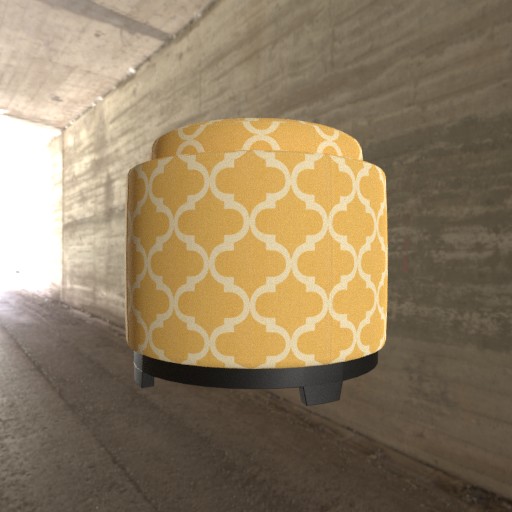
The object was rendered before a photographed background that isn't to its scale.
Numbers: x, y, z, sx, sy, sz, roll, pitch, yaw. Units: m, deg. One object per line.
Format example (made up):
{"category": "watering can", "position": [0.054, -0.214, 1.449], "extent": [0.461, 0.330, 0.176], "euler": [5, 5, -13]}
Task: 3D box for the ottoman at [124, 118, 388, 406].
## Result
{"category": "ottoman", "position": [0.000, 0.000, 0.842], "extent": [0.480, 0.429, 0.480], "euler": [0, 0, 0]}
